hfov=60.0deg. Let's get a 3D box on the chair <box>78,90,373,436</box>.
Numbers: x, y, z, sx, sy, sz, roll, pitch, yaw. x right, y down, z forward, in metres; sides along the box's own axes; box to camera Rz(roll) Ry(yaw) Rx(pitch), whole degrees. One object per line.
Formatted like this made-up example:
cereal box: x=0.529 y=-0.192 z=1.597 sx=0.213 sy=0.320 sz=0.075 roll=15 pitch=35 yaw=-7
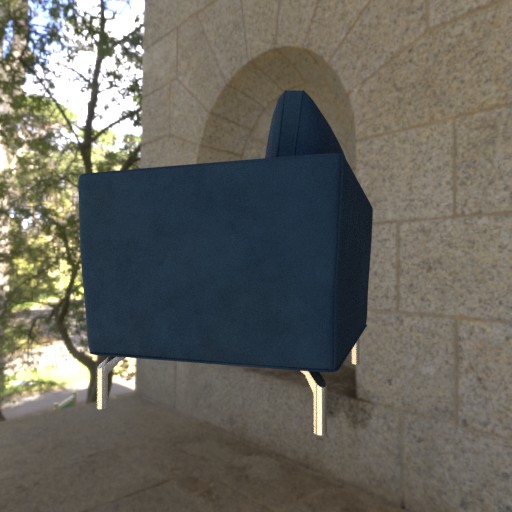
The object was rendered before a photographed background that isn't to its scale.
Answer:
chair: x=0.000 y=0.000 z=1.569 sx=0.746 sy=0.893 sz=0.977 roll=0 pitch=-2 yaw=19
